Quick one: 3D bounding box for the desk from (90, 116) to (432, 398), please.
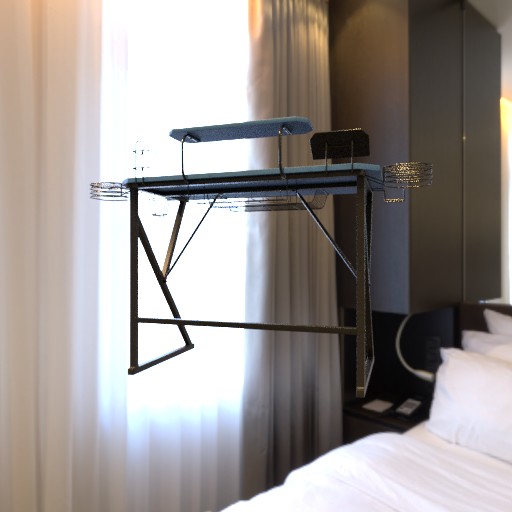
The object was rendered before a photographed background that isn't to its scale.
[{"bbox_3d":[0.000,0.000,1.779,1.295,0.909,0.594,0,0,18],"label":"desk"}]
